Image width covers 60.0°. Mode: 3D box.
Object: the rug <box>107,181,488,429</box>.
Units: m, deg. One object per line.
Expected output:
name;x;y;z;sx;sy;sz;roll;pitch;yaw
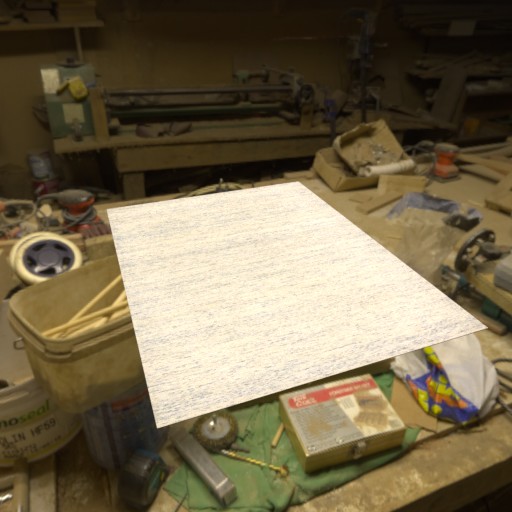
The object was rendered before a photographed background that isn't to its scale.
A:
rug;0.000;0.000;4.178;2.438;0.006;3.197;-11;32;-18
